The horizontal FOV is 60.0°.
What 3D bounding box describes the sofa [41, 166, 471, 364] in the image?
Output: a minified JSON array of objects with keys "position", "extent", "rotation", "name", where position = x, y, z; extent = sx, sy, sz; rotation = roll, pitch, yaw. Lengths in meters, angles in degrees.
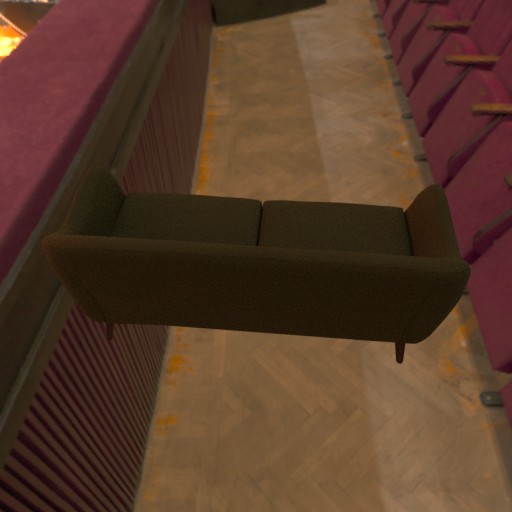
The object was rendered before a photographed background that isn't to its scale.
[{"position":[0.000,0.000,2.167],"extent":[1.840,0.836,0.820],"rotation":[4,47,4],"name":"sofa"}]
